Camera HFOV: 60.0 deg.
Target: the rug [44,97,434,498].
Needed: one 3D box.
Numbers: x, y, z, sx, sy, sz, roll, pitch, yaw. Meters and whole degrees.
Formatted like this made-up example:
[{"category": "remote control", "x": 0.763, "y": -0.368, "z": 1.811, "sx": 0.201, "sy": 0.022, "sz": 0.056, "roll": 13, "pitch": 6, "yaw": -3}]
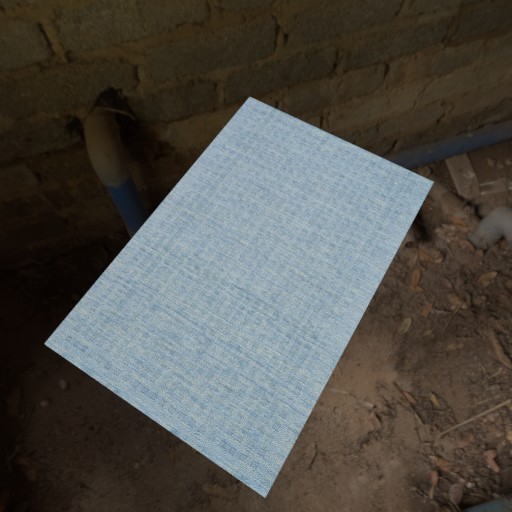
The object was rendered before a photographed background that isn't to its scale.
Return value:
[{"category": "rug", "x": 0.000, "y": 0.000, "z": 2.861, "sx": 1.522, "sy": 0.006, "sz": 2.286, "roll": 29, "pitch": 68, "yaw": 13}]
